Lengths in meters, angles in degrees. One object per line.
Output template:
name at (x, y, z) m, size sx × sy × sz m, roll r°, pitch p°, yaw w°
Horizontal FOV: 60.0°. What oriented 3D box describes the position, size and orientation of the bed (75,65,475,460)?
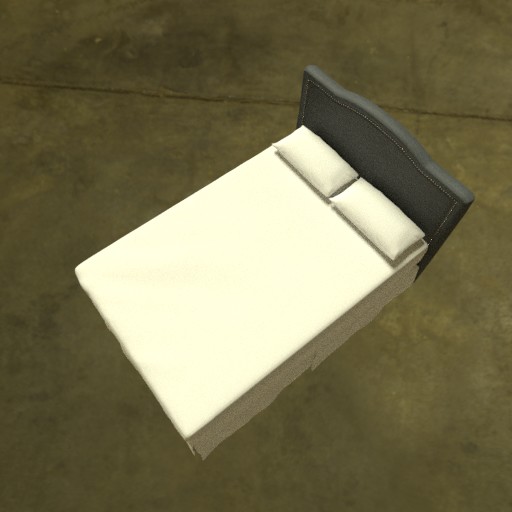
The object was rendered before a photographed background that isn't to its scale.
bed at (0.000, 0.000, 3.481) m, size 2.507 × 1.441 × 1.747 m, roll -35°, pitch 68°, yaw -17°
